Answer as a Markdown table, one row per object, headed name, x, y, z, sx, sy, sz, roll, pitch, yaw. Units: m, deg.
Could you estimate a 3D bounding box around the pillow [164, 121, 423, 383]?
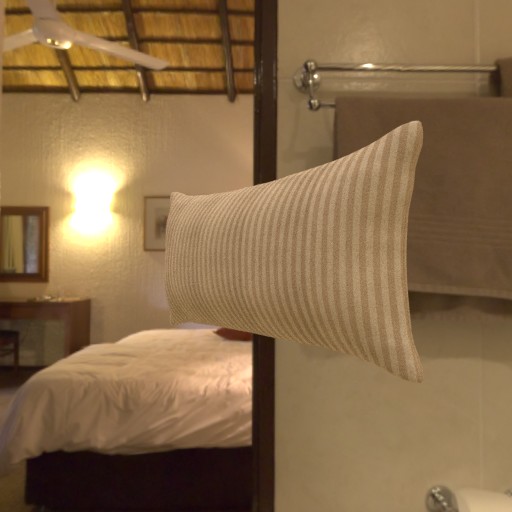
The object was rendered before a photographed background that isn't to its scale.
| name | x | y | z | sx | sy | sz | roll | pitch | yaw |
| --- | --- | --- | --- | --- | --- | --- | --- | --- | --- |
| pillow | 0.000 | 0.000 | 0.738 | 0.151 | 0.295 | 0.617 | 1 | -2 | -37 |
